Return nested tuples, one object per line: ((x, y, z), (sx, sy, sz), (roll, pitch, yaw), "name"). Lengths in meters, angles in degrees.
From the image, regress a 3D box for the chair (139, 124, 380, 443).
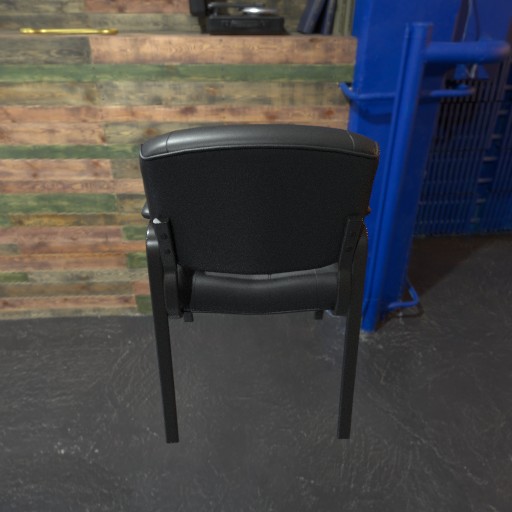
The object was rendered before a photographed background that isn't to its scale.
((0.000, 0.000, 1.310), (0.591, 0.910, 0.668), (-1, 31, -1), "chair")
